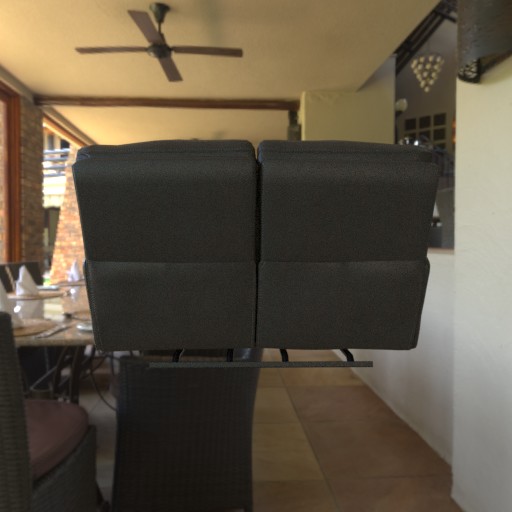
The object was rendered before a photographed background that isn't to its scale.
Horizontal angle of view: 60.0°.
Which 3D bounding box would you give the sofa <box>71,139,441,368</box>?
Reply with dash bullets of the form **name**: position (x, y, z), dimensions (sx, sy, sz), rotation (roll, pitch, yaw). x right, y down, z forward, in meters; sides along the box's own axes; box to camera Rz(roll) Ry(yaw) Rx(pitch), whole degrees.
- **sofa**: position (0.000, 0.000, 2.483), dimensions (1.765, 1.111, 1.104), rotation (0, 2, -1)
